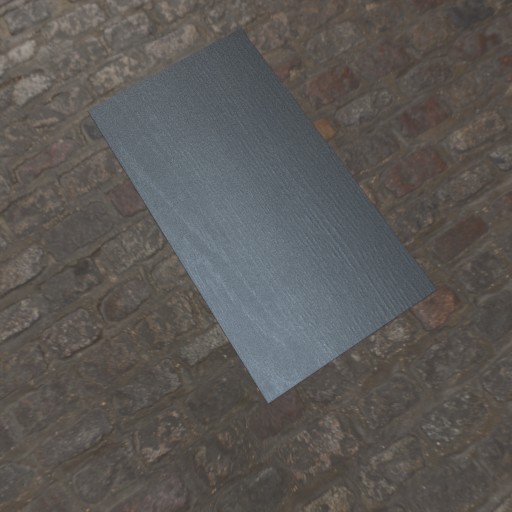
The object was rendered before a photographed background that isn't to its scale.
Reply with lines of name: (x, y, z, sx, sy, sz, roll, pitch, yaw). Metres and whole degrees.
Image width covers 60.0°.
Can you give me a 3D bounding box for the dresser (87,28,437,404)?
dresser: (0.000, 0.000, 1.382, 0.398, 1.020, 0.700, -32, 78, -8)
